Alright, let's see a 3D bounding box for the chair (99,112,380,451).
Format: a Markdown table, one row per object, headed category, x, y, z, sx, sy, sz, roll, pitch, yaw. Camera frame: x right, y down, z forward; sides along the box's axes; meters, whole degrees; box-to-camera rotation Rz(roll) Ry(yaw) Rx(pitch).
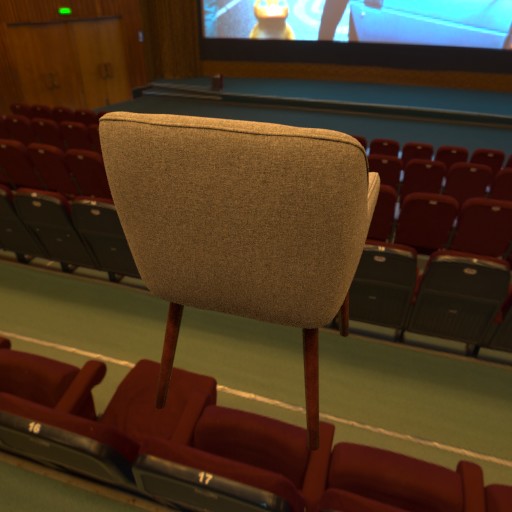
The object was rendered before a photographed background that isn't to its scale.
| category | x | y | z | sx | sy | sz | roll | pitch | yaw |
| --- | --- | --- | --- | --- | --- | --- | --- | --- | --- |
| chair | 0.000 | 0.000 | 1.119 | 0.543 | 0.803 | 0.519 | 9 | 34 | 14 |
